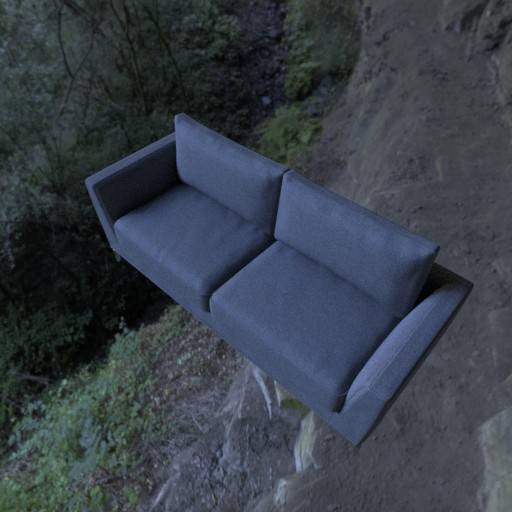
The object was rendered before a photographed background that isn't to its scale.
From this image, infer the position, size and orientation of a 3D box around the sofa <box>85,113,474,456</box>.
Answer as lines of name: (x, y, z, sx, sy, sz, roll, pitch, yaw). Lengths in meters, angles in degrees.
sofa: (0.000, 0.000, 2.691, 2.212, 1.002, 0.869, 33, 55, 27)
